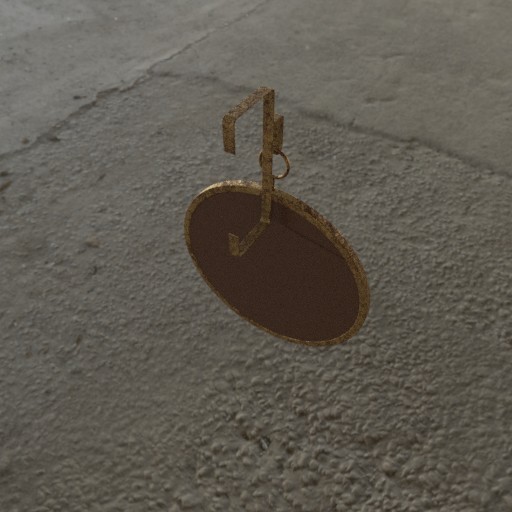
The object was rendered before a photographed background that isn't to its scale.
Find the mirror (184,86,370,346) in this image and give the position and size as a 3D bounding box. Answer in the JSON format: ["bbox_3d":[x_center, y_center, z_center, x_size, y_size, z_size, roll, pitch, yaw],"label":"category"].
[{"bbox_3d":[0.000,0.000,0.855,0.447,0.651,0.144,24,51,21],"label":"mirror"}]
